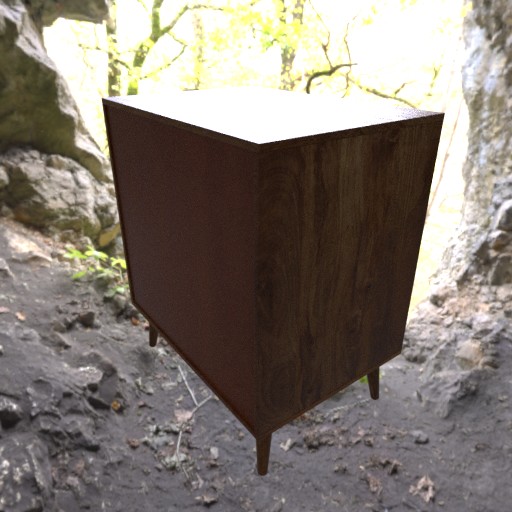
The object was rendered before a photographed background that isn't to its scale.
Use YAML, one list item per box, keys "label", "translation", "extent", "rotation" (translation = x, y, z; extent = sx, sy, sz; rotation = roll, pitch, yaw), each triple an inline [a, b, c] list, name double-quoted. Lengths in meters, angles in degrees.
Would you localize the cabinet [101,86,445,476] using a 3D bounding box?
- label: "cabinet"
  translation: [0.000, 0.000, 1.160]
  extent: [0.473, 0.758, 0.647]
  rotation: [-18, 32, -32]
